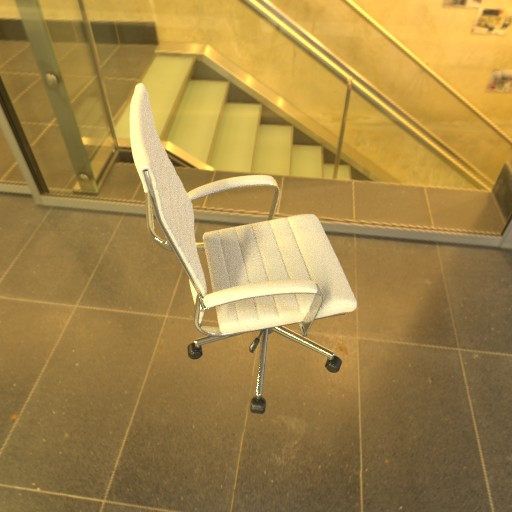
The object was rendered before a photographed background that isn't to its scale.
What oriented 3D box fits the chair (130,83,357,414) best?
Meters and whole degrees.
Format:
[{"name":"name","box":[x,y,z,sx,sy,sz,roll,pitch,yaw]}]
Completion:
[{"name":"chair","box":[0.000,0.000,1.599,0.679,1.149,0.679,-9,47,-8]}]
